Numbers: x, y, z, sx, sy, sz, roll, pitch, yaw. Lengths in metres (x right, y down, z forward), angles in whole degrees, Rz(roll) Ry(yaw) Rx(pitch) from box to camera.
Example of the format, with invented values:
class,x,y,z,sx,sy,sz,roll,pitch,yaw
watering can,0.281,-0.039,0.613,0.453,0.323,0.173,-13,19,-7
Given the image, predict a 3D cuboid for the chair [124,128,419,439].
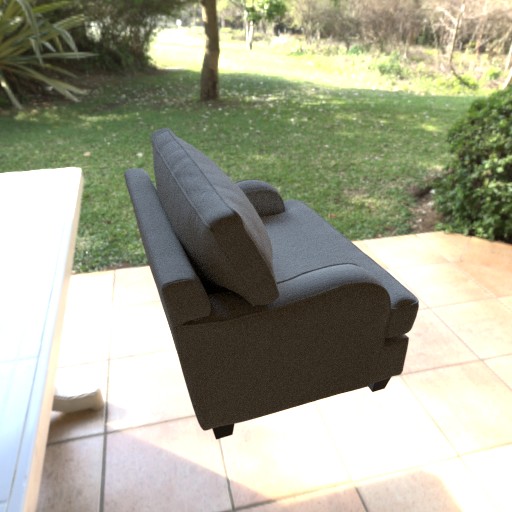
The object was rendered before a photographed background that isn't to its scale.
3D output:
class,x,y,z,sx,sy,sz,roll,pitch,yaw
chair,0.000,0.000,2.128,1.041,1.016,1.220,-10,31,-17
